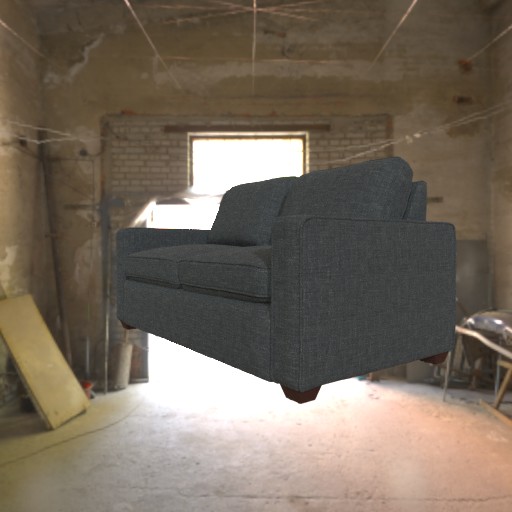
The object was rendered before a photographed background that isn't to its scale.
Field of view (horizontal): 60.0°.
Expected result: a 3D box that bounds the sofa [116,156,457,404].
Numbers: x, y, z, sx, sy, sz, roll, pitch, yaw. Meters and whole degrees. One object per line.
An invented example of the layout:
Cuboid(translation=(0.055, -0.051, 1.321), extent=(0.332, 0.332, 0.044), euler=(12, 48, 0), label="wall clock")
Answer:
Cuboid(translation=(0.000, 0.000, 2.327), extent=(0.947, 0.918, 1.709), euler=(-1, 2, -37), label="sofa")
